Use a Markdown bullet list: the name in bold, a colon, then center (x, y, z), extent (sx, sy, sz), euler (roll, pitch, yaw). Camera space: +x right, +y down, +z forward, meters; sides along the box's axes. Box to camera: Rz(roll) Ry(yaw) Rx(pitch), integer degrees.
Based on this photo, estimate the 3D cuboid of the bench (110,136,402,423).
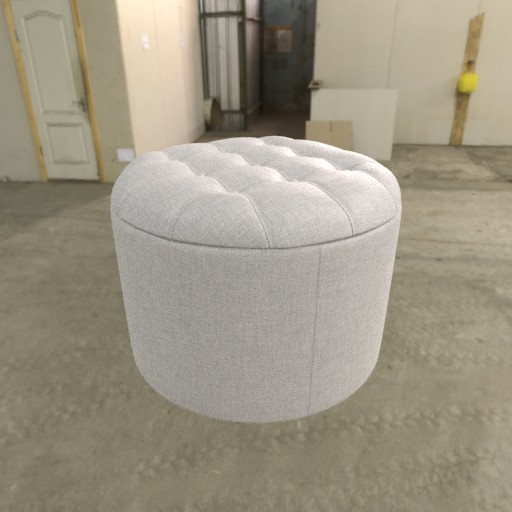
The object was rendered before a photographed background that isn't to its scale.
- **bench**: center (0.000, 0.000, 1.013), extent (0.600, 0.453, 0.600), euler (0, 26, 0)
